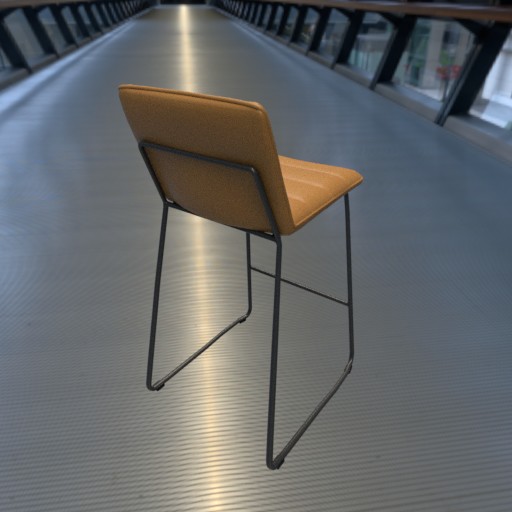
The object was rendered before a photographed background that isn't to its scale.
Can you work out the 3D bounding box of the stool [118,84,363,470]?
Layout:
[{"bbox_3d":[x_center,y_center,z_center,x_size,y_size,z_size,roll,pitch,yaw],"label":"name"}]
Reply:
[{"bbox_3d":[0.000,0.000,1.239,0.489,0.936,0.524,20,35,31],"label":"stool"}]
